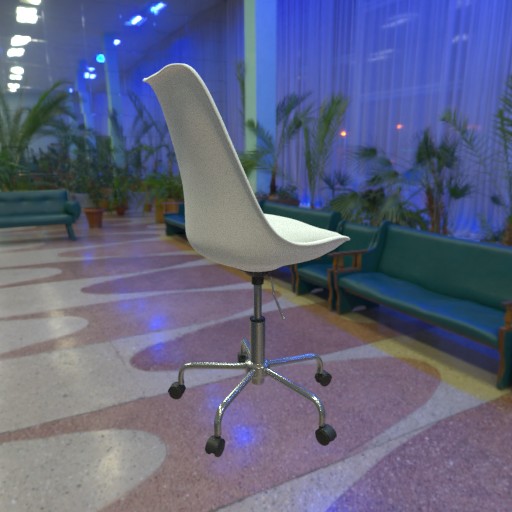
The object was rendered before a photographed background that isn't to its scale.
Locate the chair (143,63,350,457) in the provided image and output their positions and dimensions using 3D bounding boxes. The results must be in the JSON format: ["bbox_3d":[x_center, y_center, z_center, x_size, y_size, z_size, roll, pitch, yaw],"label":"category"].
[{"bbox_3d":[0.000,0.000,1.245,0.550,0.930,0.550,-7,15,-26],"label":"chair"}]
